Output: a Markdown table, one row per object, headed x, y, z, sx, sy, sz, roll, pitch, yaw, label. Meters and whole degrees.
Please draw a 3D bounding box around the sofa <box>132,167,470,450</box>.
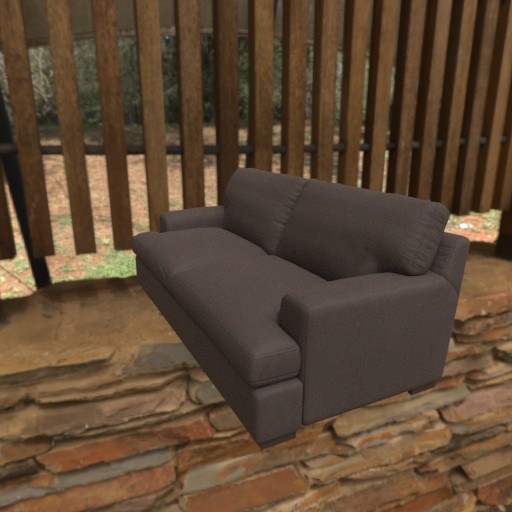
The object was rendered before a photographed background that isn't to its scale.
| x | y | z | sx | sy | sz | roll | pitch | yaw | label |
| --- | --- | --- | --- | --- | --- | --- | --- | --- | --- |
| 0.000 | 0.000 | 2.818 | 1.140 | 0.950 | 2.271 | -8 | 18 | -26 | sofa |
